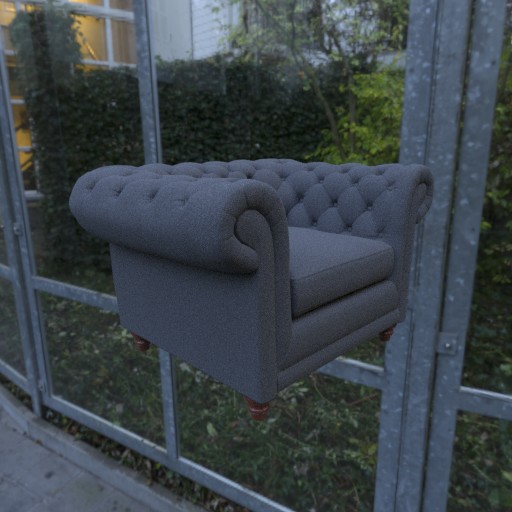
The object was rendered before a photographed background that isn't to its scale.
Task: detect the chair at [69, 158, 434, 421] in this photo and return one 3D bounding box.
[{"bbox_3d":[0.000,0.000,1.890,0.976,0.770,1.270,14,20,43],"label":"chair"}]
